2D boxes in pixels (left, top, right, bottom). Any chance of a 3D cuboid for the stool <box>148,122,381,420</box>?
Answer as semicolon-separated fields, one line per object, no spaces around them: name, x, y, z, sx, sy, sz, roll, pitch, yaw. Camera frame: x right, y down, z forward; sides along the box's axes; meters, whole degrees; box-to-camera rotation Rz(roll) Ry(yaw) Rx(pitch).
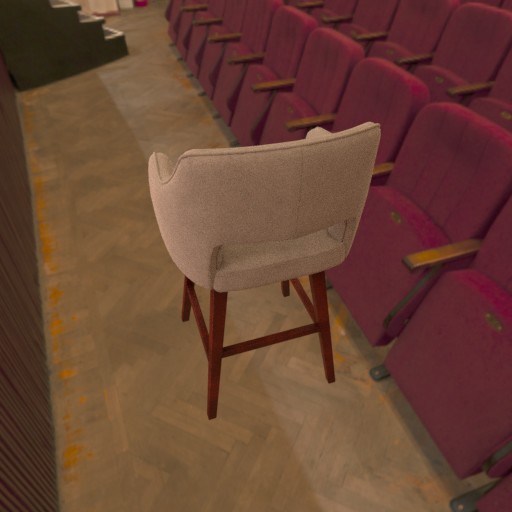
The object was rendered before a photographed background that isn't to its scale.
stool;0.000;0.000;1.367;0.548;1.012;0.558;-12;43;-14
